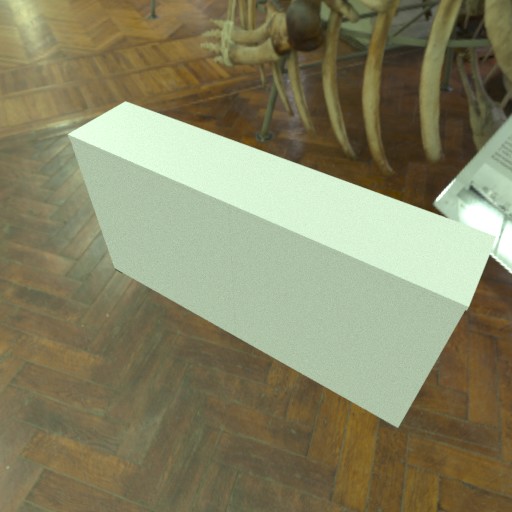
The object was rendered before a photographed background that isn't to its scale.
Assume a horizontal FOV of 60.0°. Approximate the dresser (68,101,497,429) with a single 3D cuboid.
[{"bbox_3d":[0.000,0.000,1.822,1.535,0.790,0.333,25,51,22],"label":"dresser"}]
